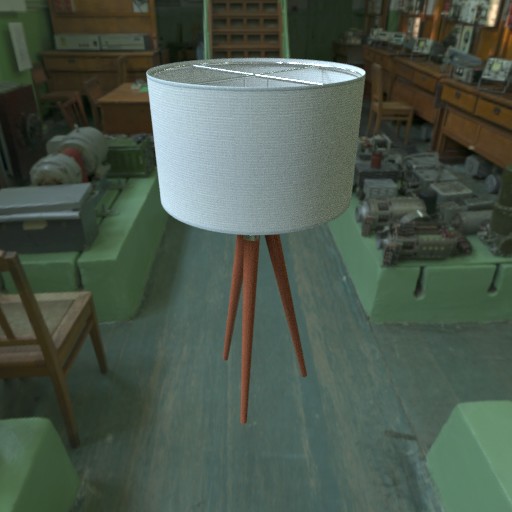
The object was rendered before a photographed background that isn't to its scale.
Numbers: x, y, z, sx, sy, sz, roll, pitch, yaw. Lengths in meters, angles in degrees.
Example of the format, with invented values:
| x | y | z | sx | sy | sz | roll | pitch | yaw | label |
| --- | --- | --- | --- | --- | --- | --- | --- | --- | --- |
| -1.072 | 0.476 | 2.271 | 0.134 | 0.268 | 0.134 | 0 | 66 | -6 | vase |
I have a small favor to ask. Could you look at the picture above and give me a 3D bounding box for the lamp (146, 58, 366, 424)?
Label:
| x | y | z | sx | sy | sz | roll | pitch | yaw | label |
| --- | --- | --- | --- | --- | --- | --- | --- | --- | --- |
| 0.000 | 0.000 | 0.907 | 0.354 | 0.709 | 0.355 | -2 | 30 | -3 | lamp |
